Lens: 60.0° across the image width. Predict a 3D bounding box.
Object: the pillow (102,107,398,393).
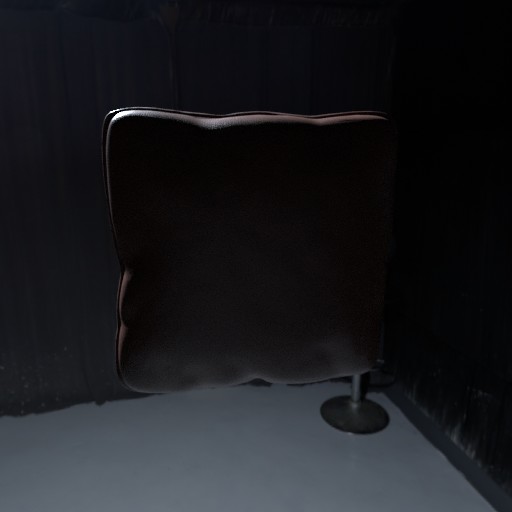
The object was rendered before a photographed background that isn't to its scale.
[{"bbox_3d":[0.000,0.000,0.831,0.532,0.523,0.236,-2,13,-10],"label":"pillow"}]
